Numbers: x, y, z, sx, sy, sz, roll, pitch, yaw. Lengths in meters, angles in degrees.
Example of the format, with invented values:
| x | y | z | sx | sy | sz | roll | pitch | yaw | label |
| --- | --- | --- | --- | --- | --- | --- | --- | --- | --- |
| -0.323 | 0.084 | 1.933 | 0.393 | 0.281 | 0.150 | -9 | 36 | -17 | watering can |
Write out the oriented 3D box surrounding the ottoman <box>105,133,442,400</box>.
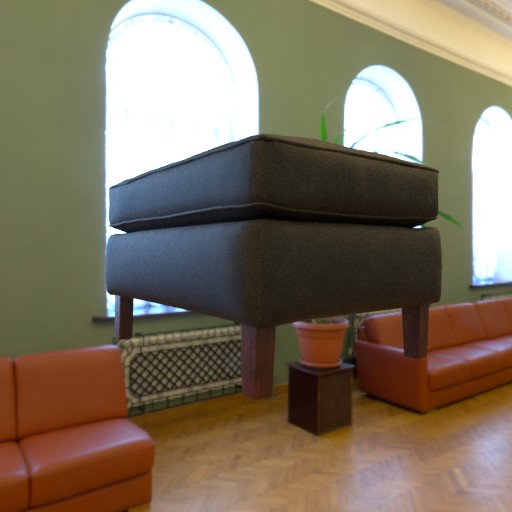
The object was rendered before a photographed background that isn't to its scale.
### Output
| x | y | z | sx | sy | sz | roll | pitch | yaw | label |
| --- | --- | --- | --- | --- | --- | --- | --- | --- | --- |
| 0.000 | 0.000 | 1.000 | 0.501 | 0.413 | 0.665 | 0 | 1 | -37 | ottoman |
